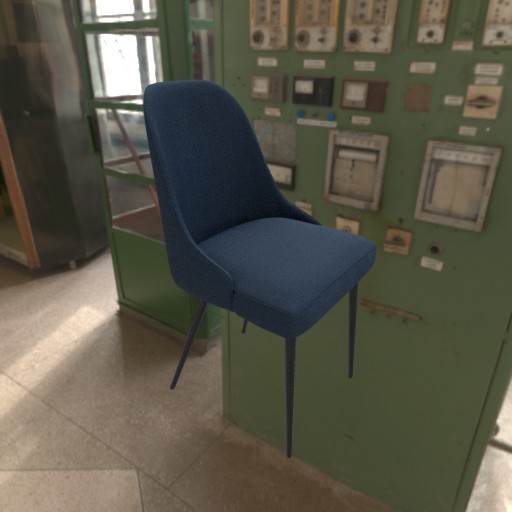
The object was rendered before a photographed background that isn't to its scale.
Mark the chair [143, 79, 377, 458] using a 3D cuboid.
[{"bbox_3d":[0.000,0.000,1.245,0.559,0.896,0.478,17,30,32],"label":"chair"}]
